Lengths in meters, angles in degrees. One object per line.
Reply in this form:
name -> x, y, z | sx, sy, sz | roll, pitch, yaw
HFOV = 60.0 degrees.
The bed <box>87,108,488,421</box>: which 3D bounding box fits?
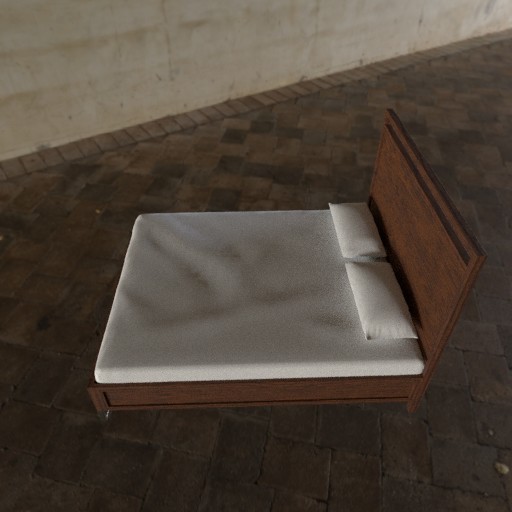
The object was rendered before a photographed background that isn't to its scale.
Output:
bed -> 0.000, 0.000, 3.298 | 2.218, 1.487, 1.765 | -1, 41, -1
